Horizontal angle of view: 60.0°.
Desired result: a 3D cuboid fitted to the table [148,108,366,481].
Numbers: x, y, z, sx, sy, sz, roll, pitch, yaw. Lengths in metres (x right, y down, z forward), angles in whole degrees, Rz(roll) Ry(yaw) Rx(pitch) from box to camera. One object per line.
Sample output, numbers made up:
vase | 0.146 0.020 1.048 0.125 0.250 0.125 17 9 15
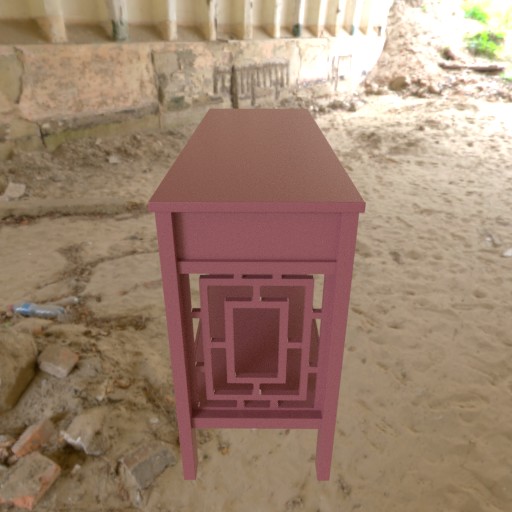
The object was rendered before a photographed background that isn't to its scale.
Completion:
table | 0.000 0.000 1.429 0.397 0.753 1.068 0 27 0
